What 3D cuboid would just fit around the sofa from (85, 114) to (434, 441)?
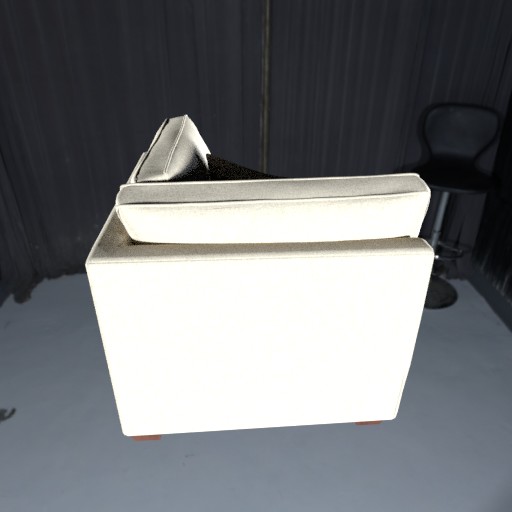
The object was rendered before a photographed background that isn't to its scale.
[{"bbox_3d":[0.000,0.000,1.961,1.084,1.002,1.146,-2,30,-3],"label":"sofa"}]
